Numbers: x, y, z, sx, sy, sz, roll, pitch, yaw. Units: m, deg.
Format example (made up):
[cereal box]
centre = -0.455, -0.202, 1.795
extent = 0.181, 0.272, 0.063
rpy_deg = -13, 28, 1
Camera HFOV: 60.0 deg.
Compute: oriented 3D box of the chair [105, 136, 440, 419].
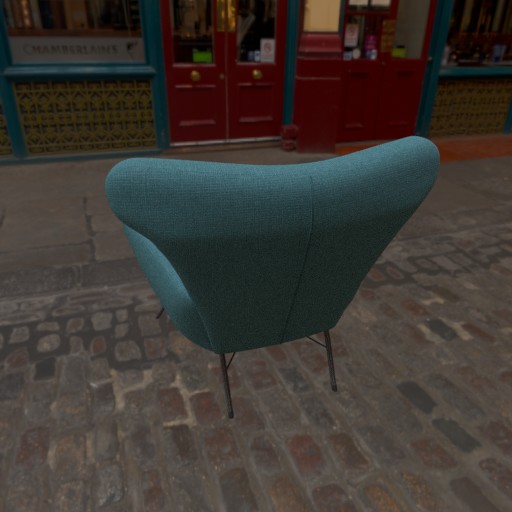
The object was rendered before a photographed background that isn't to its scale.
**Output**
[chair]
centre = 0.000, 0.000, 1.753
extent = 1.050, 0.980, 0.900
rpy_deg = -9, 28, -18
